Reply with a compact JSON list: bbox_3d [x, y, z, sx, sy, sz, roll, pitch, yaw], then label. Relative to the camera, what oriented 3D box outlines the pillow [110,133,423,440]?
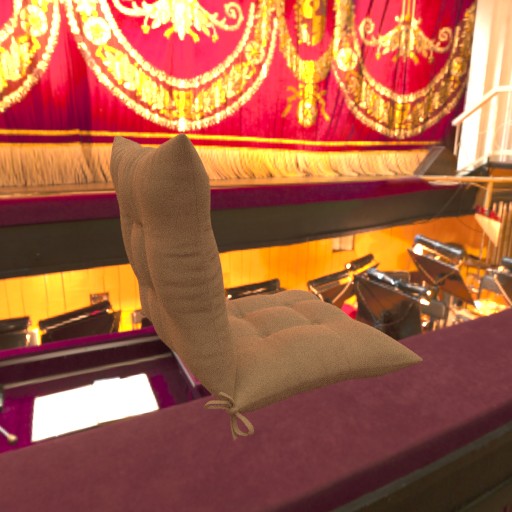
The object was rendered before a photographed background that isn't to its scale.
[{"bbox_3d":[0.000,0.000,1.014,0.585,0.536,0.541,-7,16,-26],"label":"pillow"}]
